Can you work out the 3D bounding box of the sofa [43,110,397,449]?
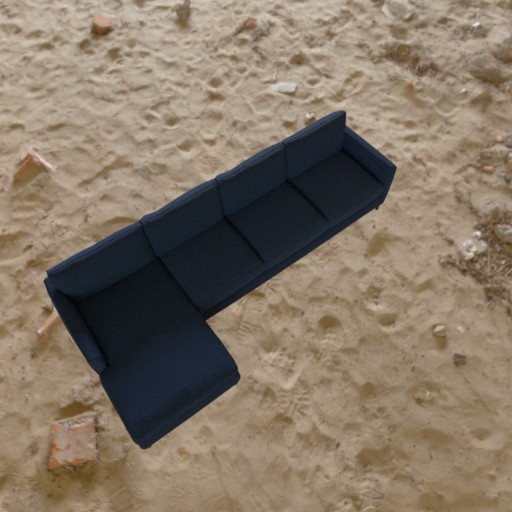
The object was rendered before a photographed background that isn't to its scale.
[{"bbox_3d":[0.000,0.000,2.961,2.450,0.679,1.128,-33,63,-19],"label":"sofa"}]
